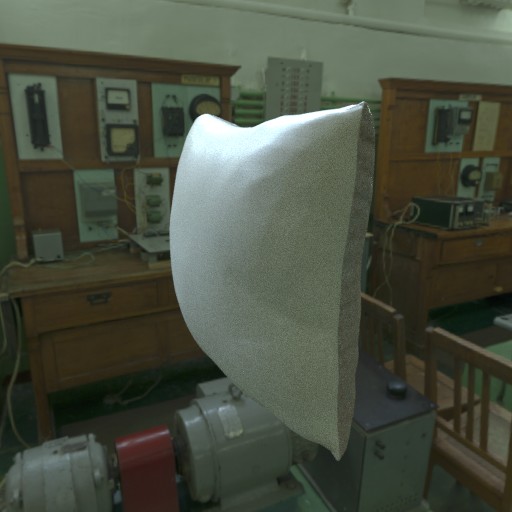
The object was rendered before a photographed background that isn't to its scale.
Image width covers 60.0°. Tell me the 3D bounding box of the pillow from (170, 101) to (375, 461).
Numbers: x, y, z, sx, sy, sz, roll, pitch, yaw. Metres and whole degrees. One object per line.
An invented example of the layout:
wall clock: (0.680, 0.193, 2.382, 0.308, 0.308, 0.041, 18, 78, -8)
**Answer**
pillow: (0.000, 0.000, 0.708, 0.245, 0.448, 0.450, -8, 17, -26)
